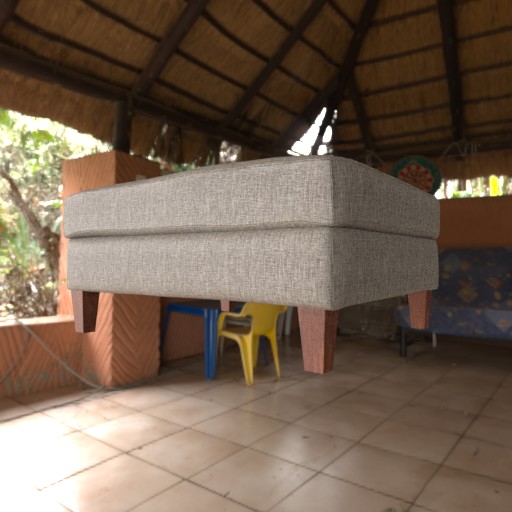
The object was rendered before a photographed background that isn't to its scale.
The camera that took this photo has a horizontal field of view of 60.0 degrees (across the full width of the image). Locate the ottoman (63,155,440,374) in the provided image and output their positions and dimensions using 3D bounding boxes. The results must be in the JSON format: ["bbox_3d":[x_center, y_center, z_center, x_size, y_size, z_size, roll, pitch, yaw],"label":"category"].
[{"bbox_3d":[0.000,0.000,1.485,0.994,0.492,0.839,0,-1,36],"label":"ottoman"}]
